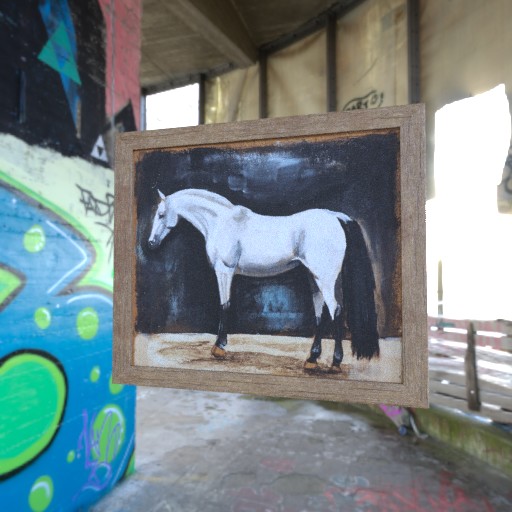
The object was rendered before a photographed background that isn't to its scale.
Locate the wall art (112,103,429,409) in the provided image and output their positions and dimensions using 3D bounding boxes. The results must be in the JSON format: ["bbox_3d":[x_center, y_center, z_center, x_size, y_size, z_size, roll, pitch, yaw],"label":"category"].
[{"bbox_3d":[0.000,0.000,0.956,0.690,0.588,0.026,-1,-2,16],"label":"wall art"}]
